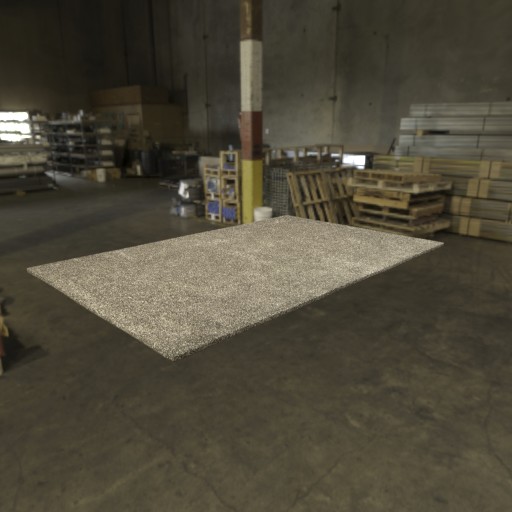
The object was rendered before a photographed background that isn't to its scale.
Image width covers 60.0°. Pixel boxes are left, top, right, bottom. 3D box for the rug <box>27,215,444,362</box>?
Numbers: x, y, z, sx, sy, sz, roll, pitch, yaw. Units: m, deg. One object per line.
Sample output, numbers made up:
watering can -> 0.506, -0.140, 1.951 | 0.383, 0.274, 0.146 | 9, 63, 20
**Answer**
rug -> 0.000, 0.000, 2.908 | 1.502, 0.025, 2.350 | 16, 22, 43
